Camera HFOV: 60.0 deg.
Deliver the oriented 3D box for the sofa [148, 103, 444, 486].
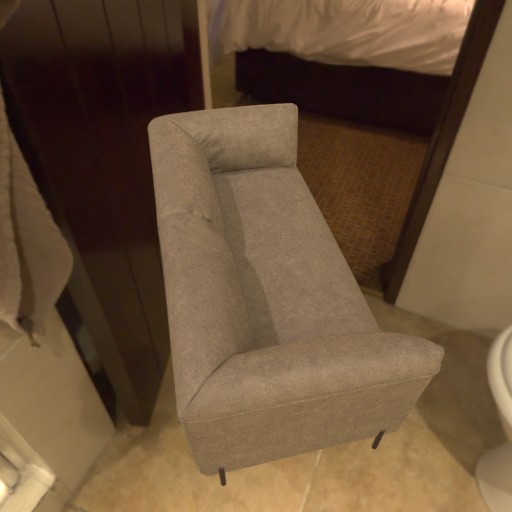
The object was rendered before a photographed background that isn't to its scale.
[{"bbox_3d":[0.000,0.000,2.260,0.905,0.747,1.878,-9,46,-9],"label":"sofa"}]
